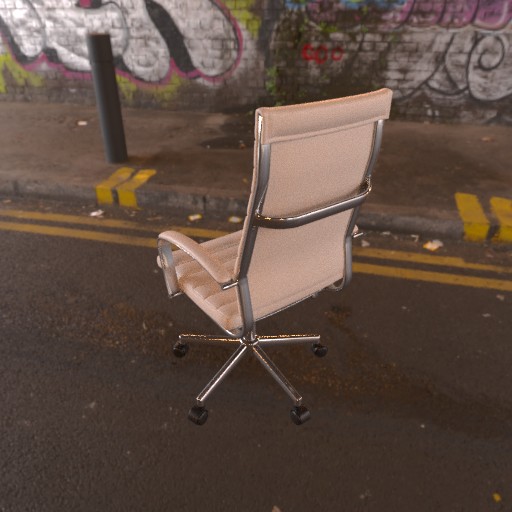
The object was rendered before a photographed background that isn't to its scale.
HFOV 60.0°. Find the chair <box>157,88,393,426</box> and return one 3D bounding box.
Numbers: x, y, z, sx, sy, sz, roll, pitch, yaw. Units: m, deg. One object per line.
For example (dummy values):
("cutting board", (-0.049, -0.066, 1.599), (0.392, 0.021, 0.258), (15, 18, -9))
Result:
("chair", (0.000, 0.000, 1.547), (0.679, 1.149, 0.679), (-20, 36, -31))
